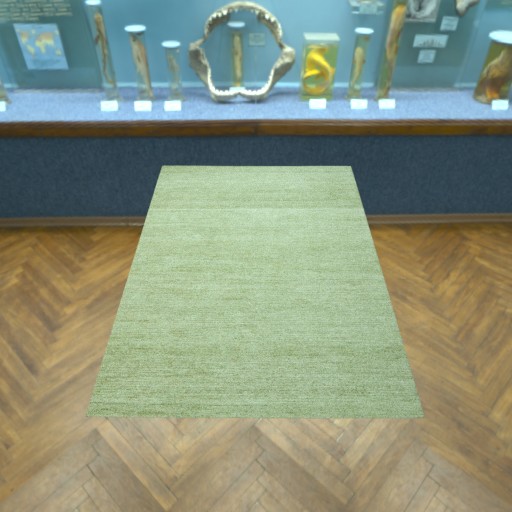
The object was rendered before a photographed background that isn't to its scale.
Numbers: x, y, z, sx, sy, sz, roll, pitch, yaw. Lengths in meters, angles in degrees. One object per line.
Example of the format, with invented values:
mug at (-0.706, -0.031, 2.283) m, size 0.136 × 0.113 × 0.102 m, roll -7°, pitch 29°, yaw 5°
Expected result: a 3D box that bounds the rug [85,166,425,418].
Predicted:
rug at (0.000, 0.000, 2.931) m, size 1.606 × 0.017 × 2.270 m, roll 0°, pitch 42°, yaw 0°
